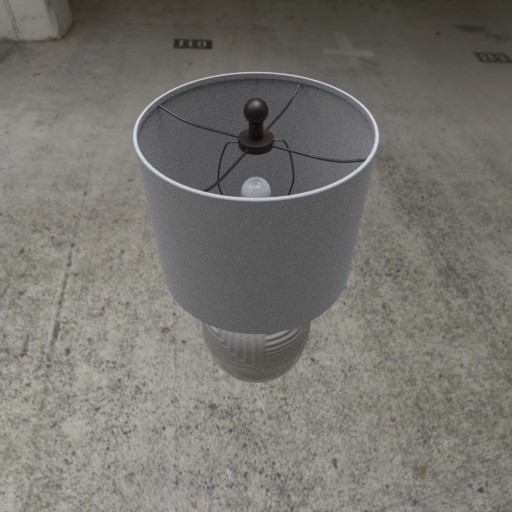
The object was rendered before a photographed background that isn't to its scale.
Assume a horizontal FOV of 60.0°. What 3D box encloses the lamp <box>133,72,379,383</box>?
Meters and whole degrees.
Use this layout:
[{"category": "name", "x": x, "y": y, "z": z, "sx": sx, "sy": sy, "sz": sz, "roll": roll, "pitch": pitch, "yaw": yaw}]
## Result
[{"category": "lamp", "x": 0.000, "y": 0.000, "z": 0.761, "sx": 0.318, "sy": 0.567, "sz": 0.318, "roll": 0, "pitch": 46, "yaw": 0}]
